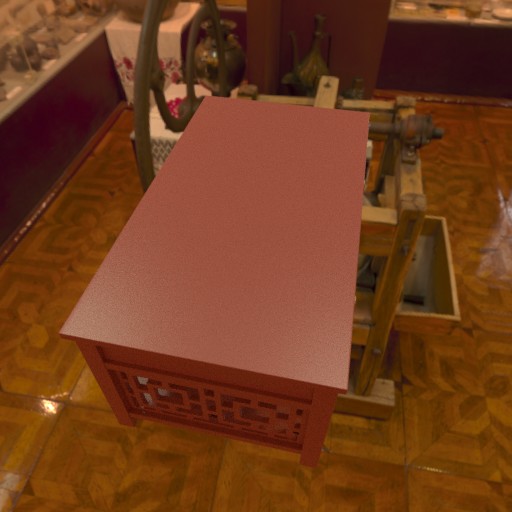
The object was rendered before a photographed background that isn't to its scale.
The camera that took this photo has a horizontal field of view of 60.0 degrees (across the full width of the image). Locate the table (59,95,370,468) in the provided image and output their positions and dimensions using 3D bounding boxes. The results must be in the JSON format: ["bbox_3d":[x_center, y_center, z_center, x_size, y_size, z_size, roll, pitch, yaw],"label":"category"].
[{"bbox_3d":[0.000,0.000,1.417,0.612,0.493,1.068,9,47,8],"label":"table"}]
